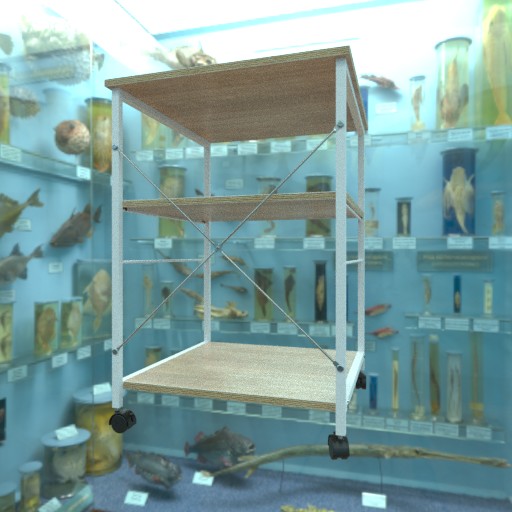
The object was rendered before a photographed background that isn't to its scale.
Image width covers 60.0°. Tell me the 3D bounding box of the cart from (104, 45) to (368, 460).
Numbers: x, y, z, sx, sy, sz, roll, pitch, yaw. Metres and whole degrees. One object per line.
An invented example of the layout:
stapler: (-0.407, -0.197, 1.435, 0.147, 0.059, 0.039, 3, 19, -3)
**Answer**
cart: (0.000, 0.000, 1.124, 0.521, 0.762, 0.520, 0, 0, 18)
